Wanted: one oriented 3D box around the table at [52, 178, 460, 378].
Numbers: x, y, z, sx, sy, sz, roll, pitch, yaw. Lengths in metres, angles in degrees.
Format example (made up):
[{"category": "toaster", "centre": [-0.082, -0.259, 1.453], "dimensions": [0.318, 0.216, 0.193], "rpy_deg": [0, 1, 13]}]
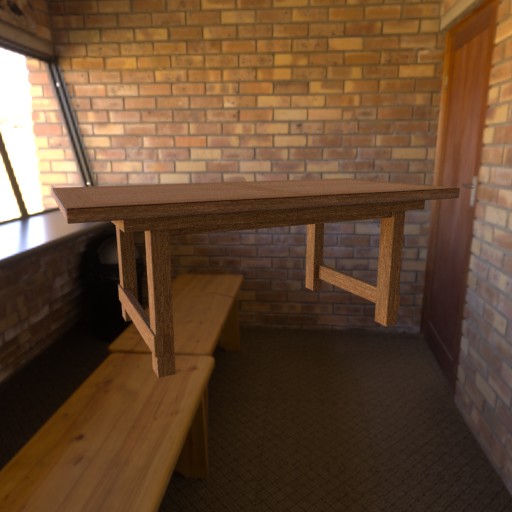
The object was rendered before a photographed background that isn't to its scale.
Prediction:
[{"category": "table", "centre": [0.000, 0.000, 2.497], "dimensions": [1.982, 0.762, 1.000], "rpy_deg": [-7, 15, -26]}]
